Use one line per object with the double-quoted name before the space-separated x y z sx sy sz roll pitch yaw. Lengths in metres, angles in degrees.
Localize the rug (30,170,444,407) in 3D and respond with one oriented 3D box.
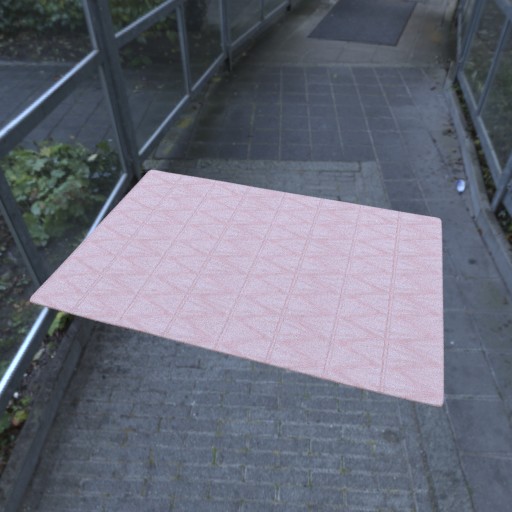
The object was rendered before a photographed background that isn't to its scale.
"rug" 0.000 0.000 2.970 2.390 0.015 1.609 11 43 13
